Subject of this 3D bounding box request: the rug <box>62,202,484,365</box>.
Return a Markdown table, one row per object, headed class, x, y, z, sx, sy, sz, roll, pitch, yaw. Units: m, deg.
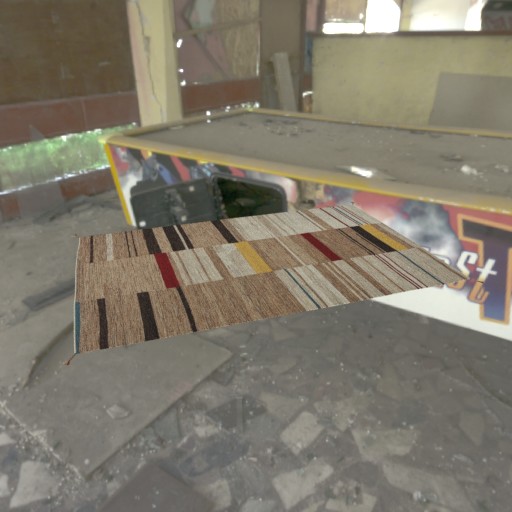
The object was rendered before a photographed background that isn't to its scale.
| class | x | y | z | sx | sy | sz | roll | pitch | yaw |
| --- | --- | --- | --- | --- | --- | --- | --- | --- | --- |
| rug | 0.000 | 0.000 | 2.375 | 1.918 | 0.007 | 1.268 | -8 | 27 | -17 |
